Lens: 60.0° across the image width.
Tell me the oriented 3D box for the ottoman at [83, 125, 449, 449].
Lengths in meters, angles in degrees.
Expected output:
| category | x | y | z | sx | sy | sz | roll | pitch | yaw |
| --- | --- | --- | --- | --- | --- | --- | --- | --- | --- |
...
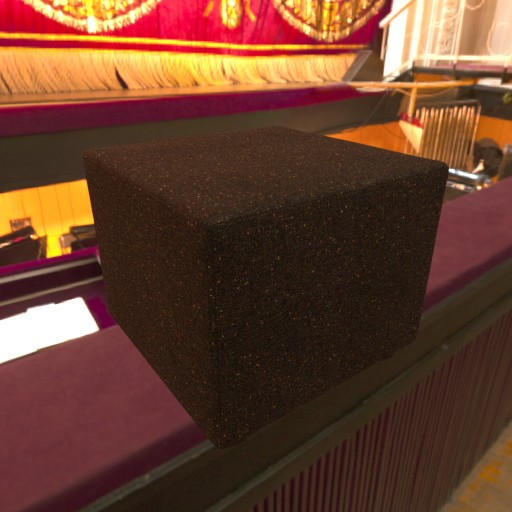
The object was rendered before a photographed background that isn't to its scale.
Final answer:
| category | x | y | z | sx | sy | sz | roll | pitch | yaw |
| --- | --- | --- | --- | --- | --- | --- | --- | --- | --- |
| ottoman | 0.000 | 0.000 | 0.906 | 0.508 | 0.432 | 0.508 | -17 | 30 | -32 |
